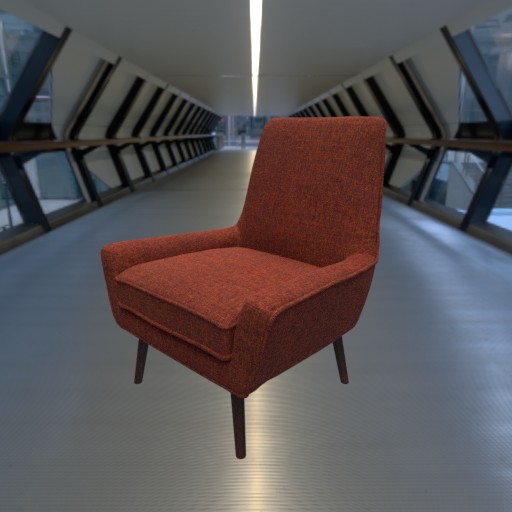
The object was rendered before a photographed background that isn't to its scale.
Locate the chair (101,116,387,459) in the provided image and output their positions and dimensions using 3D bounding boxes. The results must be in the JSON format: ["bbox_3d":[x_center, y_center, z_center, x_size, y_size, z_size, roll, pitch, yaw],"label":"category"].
[{"bbox_3d":[0.000,0.000,1.509,0.803,0.911,0.784,15,22,42],"label":"chair"}]
